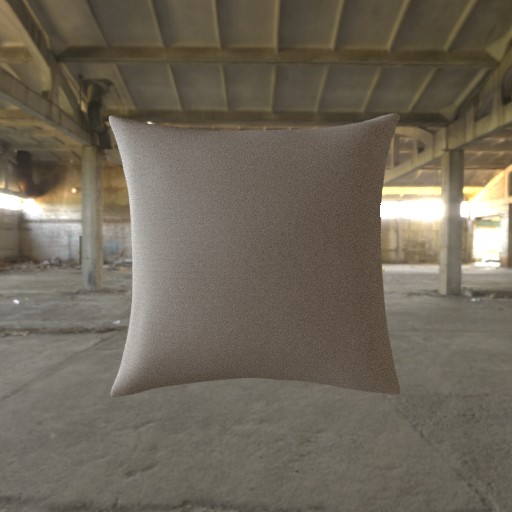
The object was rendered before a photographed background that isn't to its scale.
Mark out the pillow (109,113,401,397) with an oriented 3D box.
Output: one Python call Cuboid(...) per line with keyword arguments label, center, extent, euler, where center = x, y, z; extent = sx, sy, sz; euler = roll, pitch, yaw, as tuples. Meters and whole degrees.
Cuboid(label="pillow", center=(0.000, 0.000, 0.785), extent=(0.512, 0.497, 0.204), euler=(0, 1, 0))
